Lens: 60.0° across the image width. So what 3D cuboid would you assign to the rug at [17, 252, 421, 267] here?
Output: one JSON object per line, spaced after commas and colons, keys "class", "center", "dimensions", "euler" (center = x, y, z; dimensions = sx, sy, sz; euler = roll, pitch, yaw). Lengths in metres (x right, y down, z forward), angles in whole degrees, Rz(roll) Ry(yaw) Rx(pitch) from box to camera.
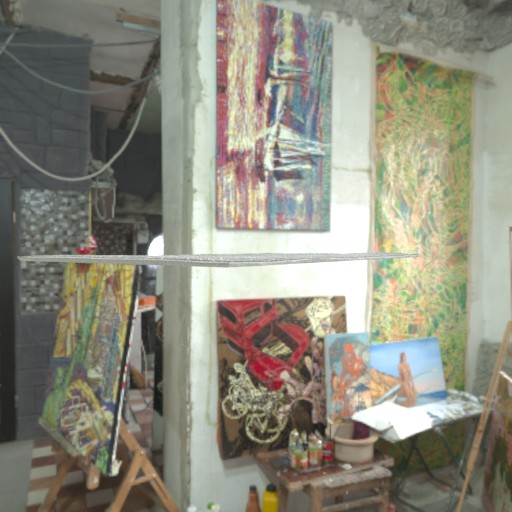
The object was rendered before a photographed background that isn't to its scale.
{"class": "rug", "center": [0.000, 0.000, 3.020], "dimensions": [1.537, 0.036, 2.447], "euler": [1, 1, 36]}
